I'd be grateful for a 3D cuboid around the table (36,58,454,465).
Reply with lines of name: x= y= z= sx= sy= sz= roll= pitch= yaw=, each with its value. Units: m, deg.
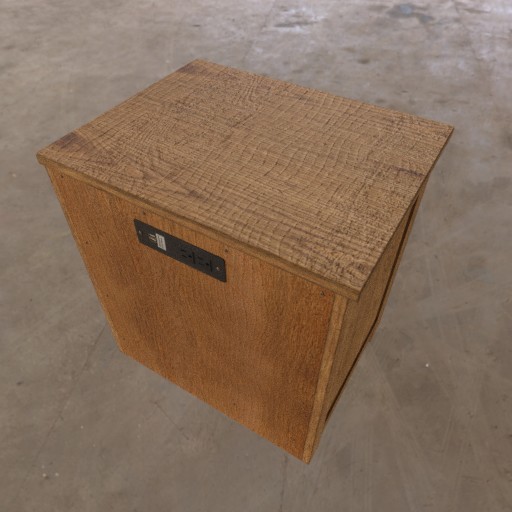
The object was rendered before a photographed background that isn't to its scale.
table: x=0.000 y=0.000 z=1.029 sx=0.601 sy=0.625 sz=0.494 roll=24 pitch=50 yaw=21
